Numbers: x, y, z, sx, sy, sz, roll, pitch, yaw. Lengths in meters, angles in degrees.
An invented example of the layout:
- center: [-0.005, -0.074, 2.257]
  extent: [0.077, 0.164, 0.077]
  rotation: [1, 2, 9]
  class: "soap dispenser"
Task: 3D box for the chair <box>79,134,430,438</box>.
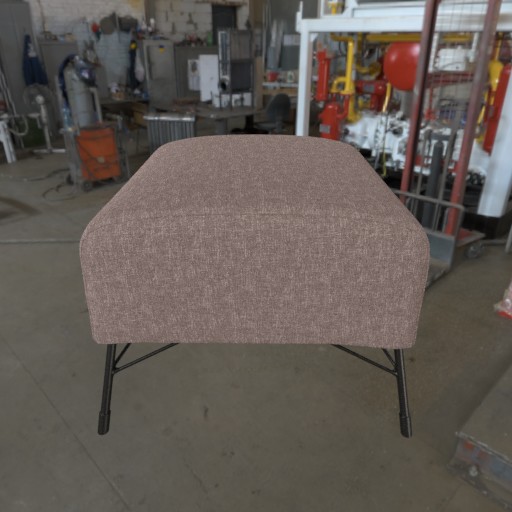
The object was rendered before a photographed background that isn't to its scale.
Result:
- center: [0.000, 0.000, 0.886]
  extent: [0.530, 0.410, 0.530]
  rotation: [0, 26, 1]
  class: "chair"
